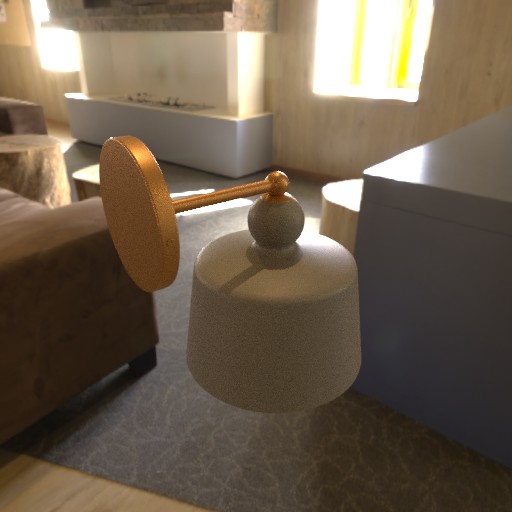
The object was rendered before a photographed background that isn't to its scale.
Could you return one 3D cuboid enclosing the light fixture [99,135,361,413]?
[{"bbox_3d":[0.000,0.000,0.453,0.254,0.268,0.204,-18,32,-32],"label":"light fixture"}]
